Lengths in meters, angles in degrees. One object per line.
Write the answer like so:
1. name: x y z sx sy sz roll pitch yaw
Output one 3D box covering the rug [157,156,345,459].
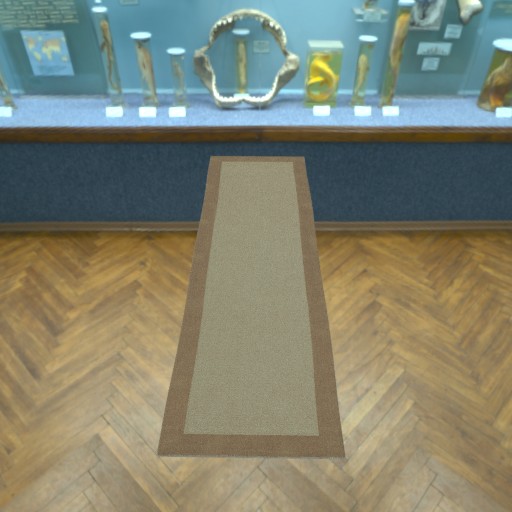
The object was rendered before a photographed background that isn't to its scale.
1. rug: 0.000 0.000 2.681 0.767 0.012 2.430 1 42 1
